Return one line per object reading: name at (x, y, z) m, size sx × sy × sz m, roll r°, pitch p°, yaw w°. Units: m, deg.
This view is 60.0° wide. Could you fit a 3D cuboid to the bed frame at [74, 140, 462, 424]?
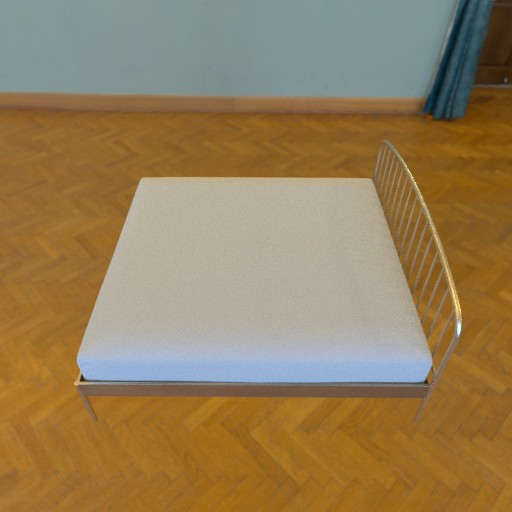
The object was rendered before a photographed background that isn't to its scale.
bed frame at (0.000, 0.000, 3.280) m, size 2.152 × 1.174 × 2.016 m, roll 0°, pitch 43°, yaw 0°
